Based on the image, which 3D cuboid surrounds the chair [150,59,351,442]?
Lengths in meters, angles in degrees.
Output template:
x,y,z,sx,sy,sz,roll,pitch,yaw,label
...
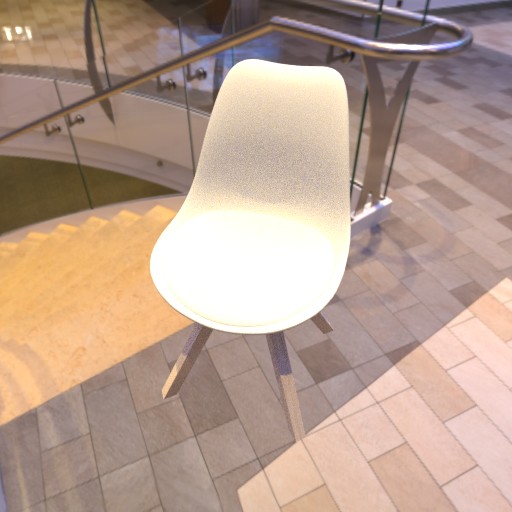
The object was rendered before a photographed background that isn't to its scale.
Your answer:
x,y,z,sx,sy,sz,roll,pitch,yaw,label
0.000,0.000,1.202,0.485,0.850,0.550,13,42,14,chair
